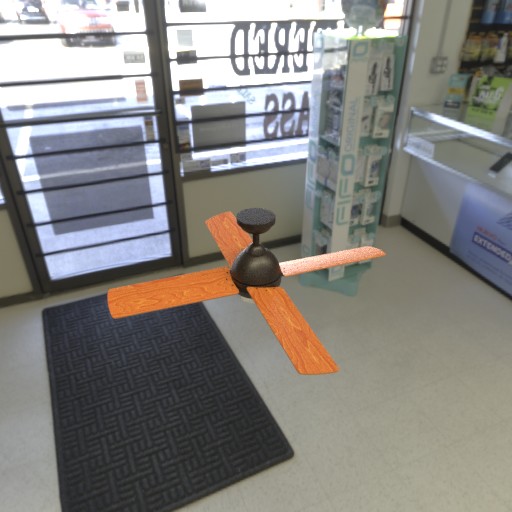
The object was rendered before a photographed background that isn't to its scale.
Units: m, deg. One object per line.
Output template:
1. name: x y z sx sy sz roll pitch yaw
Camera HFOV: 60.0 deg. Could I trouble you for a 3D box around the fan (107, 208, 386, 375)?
1. fan: 0.000 0.000 2.019 1.332 0.403 1.332 -11 33 -17
